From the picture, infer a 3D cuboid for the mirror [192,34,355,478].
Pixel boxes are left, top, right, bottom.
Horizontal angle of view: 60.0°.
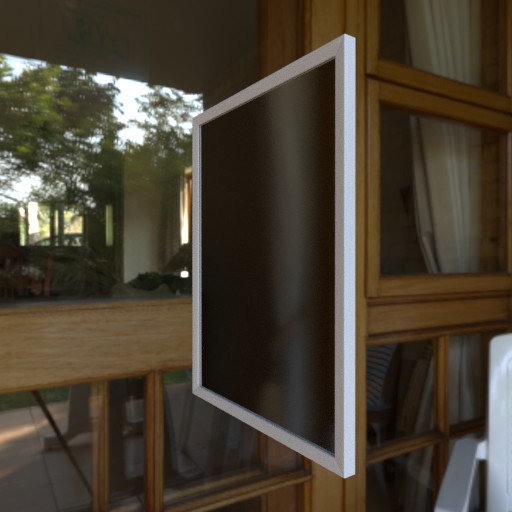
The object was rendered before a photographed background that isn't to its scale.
[{"bbox_3d":[0.000,0.000,1.335,0.040,1.016,0.762,0,0,-35],"label":"mirror"}]
